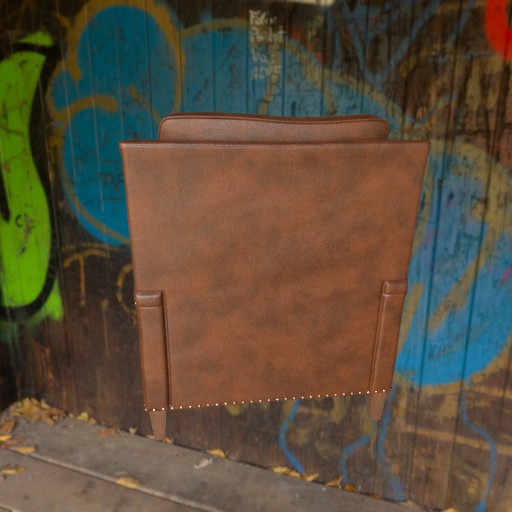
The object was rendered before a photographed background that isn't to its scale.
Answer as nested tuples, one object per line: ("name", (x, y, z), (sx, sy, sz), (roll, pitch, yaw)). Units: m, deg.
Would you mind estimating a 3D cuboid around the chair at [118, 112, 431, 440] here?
("chair", (0.000, 0.000, 1.775), (0.854, 1.054, 1.035), (-2, 15, -8))
